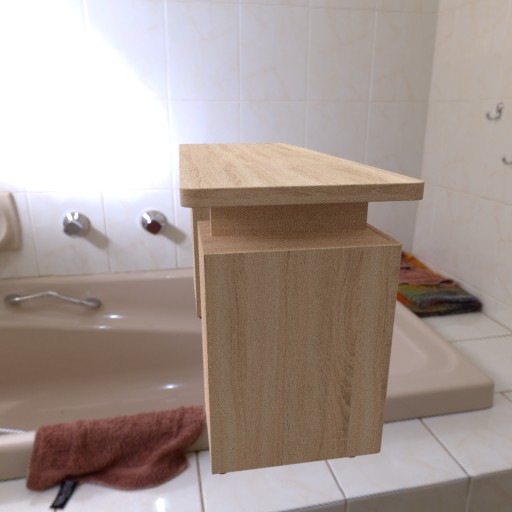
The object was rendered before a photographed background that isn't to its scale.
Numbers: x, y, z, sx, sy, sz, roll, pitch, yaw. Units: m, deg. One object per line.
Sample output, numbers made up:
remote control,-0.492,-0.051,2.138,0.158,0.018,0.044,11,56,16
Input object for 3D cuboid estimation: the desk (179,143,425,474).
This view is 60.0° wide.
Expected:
desk,0.000,0.000,1.717,0.550,0.760,1.400,-3,18,-9
